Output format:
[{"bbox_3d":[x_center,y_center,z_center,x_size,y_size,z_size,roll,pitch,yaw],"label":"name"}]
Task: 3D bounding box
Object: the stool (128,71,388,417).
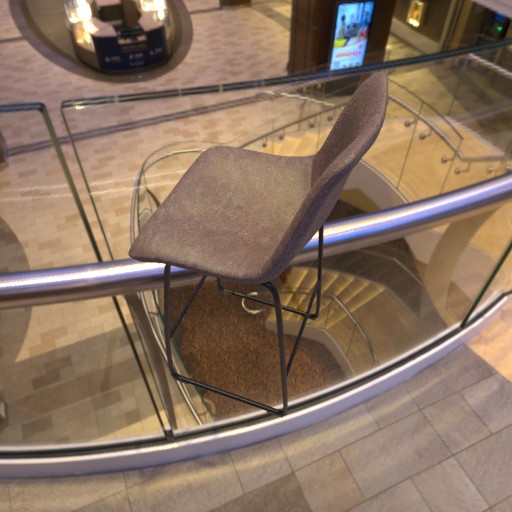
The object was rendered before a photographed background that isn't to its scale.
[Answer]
[{"bbox_3d":[0.000,0.000,1.357,0.561,1.082,0.514,15,49,13],"label":"stool"}]
